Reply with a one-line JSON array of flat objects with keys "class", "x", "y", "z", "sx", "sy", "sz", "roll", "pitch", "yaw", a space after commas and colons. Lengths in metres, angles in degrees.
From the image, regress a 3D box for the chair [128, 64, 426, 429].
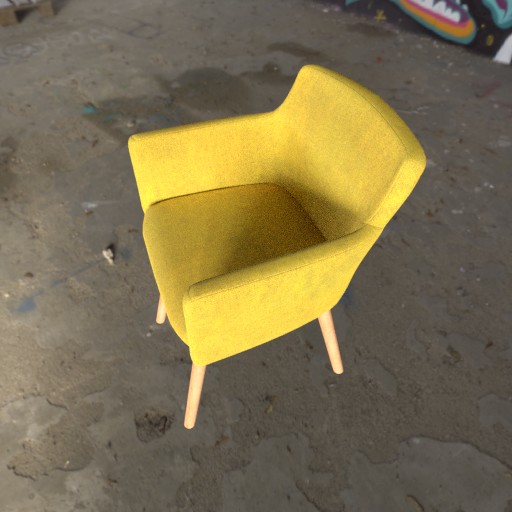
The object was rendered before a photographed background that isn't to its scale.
[{"class": "chair", "x": 0.000, "y": 0.000, "z": 1.144, "sx": 0.570, "sy": 0.780, "sz": 0.570, "roll": -15, "pitch": 48, "yaw": -15}]
